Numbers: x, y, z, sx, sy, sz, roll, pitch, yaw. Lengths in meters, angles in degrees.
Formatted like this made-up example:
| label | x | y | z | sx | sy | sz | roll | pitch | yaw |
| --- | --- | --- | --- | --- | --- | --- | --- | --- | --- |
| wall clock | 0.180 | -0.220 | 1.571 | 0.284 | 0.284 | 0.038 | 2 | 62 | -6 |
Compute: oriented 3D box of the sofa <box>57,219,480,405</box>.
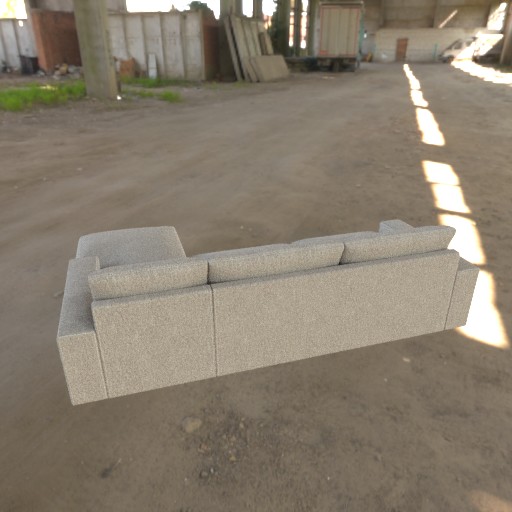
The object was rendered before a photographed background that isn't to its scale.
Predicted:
| label | x | y | z | sx | sy | sz | roll | pitch | yaw |
| --- | --- | --- | --- | --- | --- | --- | --- | --- | --- |
| sofa | 0.000 | 0.000 | 3.455 | 2.718 | 0.813 | 1.689 | -8 | 27 | -15 |
